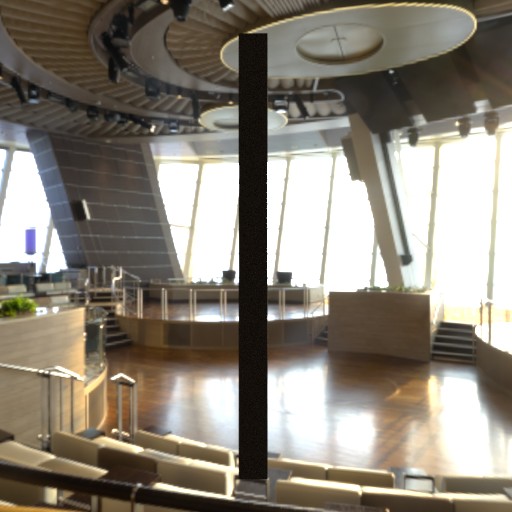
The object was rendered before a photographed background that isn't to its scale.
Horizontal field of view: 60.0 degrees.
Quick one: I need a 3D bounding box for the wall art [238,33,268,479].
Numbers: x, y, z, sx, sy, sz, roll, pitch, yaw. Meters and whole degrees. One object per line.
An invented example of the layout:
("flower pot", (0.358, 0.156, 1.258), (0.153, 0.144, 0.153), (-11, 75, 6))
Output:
("wall art", (0.000, 0.000, 0.757), (0.033, 0.507, 0.508), (0, 0, 1))
